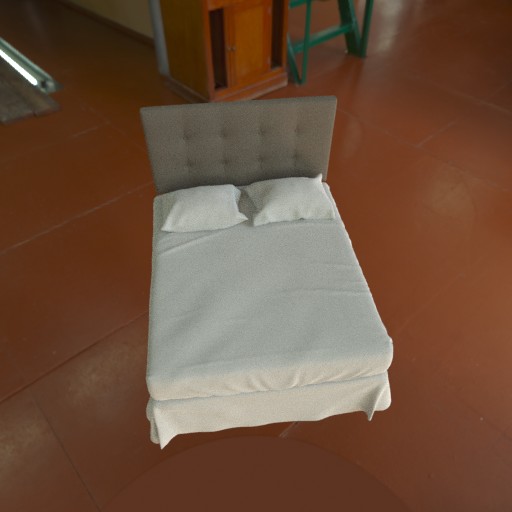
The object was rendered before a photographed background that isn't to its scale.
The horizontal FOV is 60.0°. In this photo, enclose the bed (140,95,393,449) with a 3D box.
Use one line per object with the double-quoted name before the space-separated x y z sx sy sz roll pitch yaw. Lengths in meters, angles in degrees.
"bed" 0.000 0.000 3.509 1.936 1.577 2.222 -5 47 -5
